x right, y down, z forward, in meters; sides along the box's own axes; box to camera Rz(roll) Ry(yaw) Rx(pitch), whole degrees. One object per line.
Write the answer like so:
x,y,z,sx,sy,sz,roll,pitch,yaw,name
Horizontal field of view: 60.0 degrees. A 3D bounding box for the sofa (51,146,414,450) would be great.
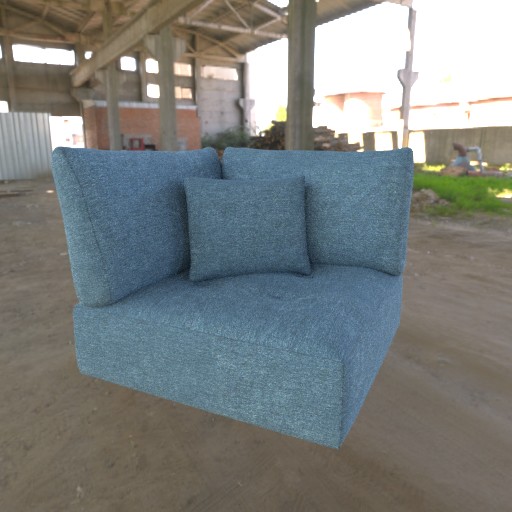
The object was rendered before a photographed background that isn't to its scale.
0.000,0.000,1.695,1.000,0.820,1.000,7,15,25,sofa
